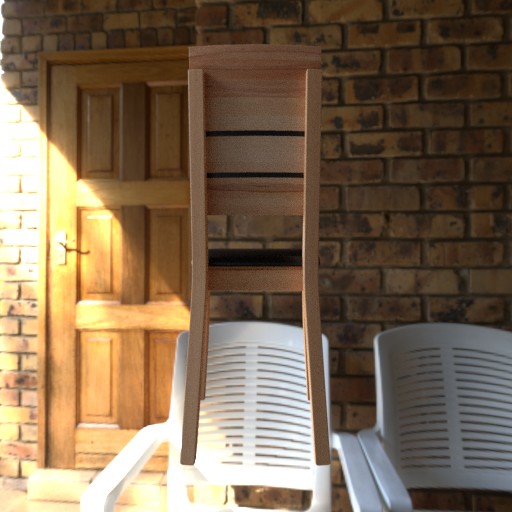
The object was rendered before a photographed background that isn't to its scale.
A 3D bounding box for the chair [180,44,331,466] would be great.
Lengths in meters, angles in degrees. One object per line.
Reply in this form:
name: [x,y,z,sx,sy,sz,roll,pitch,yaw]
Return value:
chair: [0.000,0.000,1.231,0.410,0.940,0.520,0,-1,0]
